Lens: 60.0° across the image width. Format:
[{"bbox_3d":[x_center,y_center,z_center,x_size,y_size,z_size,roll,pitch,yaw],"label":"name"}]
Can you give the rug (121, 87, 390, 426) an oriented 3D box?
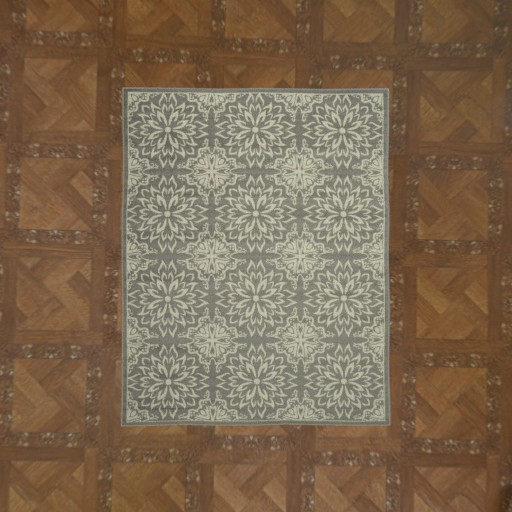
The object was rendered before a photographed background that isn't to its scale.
[{"bbox_3d":[0.000,0.000,3.906,2.363,0.012,2.980,0,89,-1],"label":"rug"}]
